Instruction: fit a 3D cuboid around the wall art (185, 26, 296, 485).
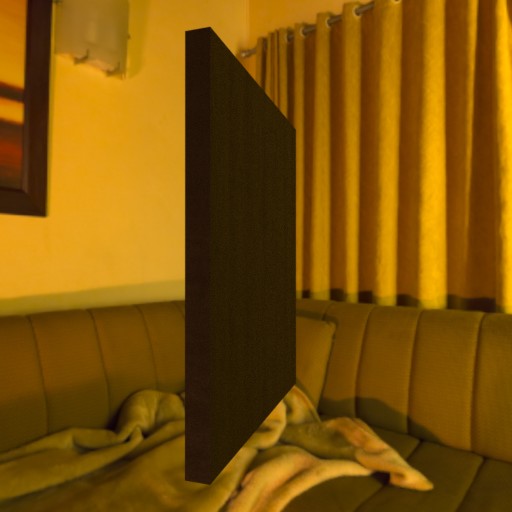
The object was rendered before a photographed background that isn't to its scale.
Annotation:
[{"bbox_3d":[0.000,0.000,0.755,0.034,0.552,0.455,0,0,18],"label":"wall art"}]
